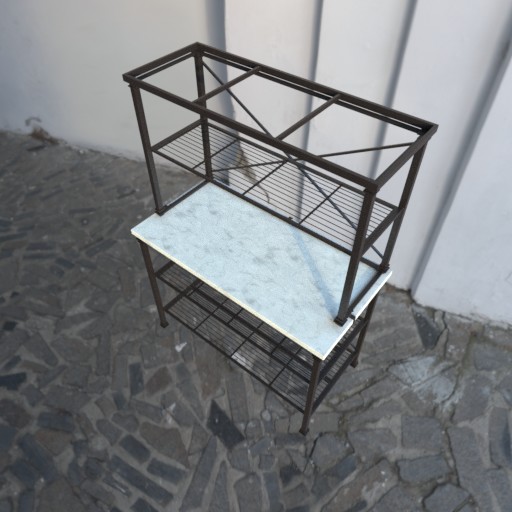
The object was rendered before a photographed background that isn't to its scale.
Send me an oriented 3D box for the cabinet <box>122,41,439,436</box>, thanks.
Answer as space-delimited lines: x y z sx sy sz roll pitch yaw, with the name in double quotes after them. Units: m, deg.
0.000 0.000 2.271 1.210 1.659 0.610 30 54 26 "cabinet"
